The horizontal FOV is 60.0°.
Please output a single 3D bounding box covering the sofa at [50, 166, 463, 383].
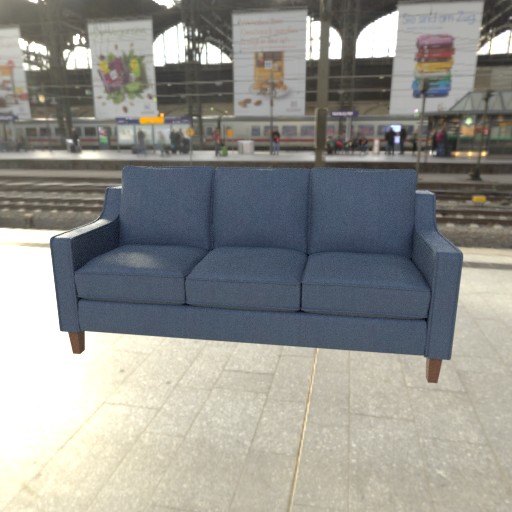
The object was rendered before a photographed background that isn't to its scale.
[{"bbox_3d":[0.000,0.000,2.542,1.986,0.974,0.911,2,15,9],"label":"sofa"}]
